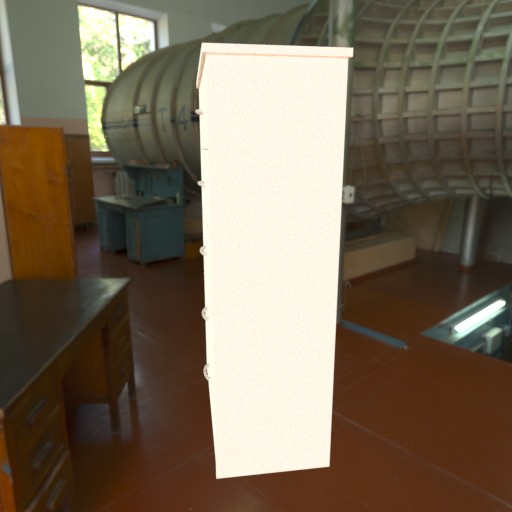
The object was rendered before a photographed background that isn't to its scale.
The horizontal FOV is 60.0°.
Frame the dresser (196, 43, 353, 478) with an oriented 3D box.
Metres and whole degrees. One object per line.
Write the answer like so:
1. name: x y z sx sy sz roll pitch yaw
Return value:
1. dresser: 0.000 0.000 1.593 0.399 1.255 0.704 -2 14 -8
